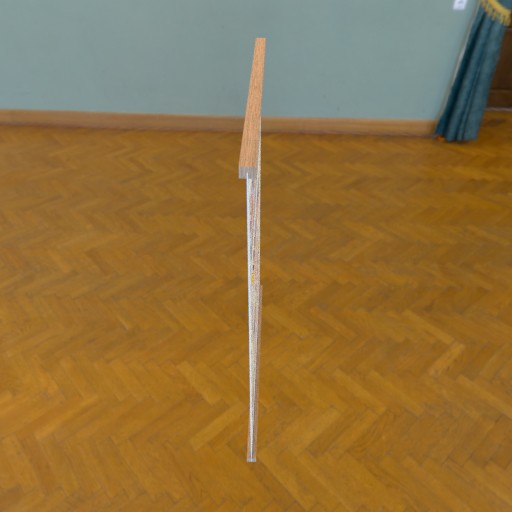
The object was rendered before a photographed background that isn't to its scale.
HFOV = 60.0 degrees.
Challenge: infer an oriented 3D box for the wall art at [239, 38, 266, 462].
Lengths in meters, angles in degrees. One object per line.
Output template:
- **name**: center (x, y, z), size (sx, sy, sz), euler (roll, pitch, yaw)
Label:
- **wall art**: center (0.000, 0.000, 1.325), size (0.028, 1.016, 0.765), euler (1, 40, 2)
